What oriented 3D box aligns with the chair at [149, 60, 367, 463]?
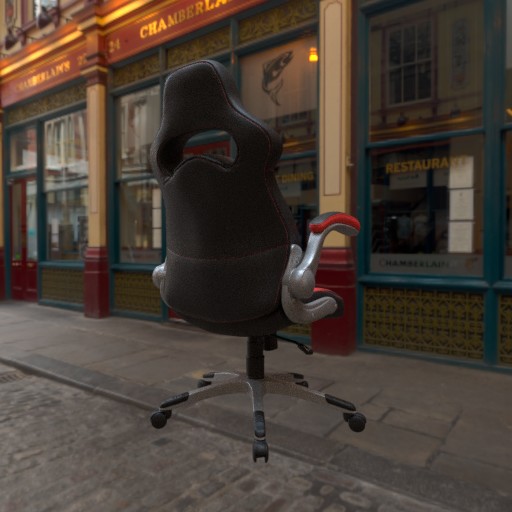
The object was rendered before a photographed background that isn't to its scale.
[{"bbox_3d":[0.000,0.000,1.601,0.758,1.165,0.712,0,0,36],"label":"chair"}]
